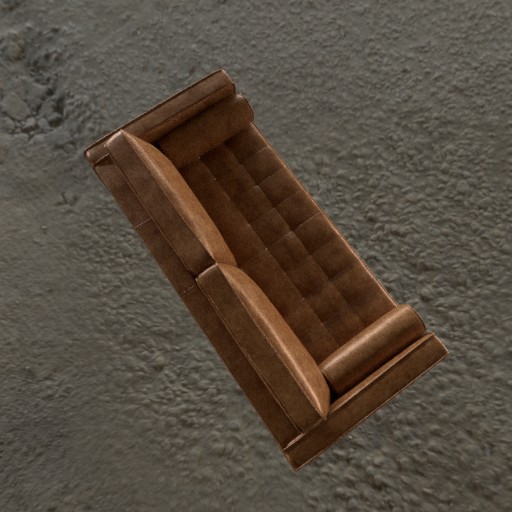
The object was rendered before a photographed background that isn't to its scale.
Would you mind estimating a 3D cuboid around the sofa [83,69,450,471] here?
[{"bbox_3d":[0.000,0.000,2.385,0.924,0.825,1.920,-34,78,-9],"label":"sofa"}]
